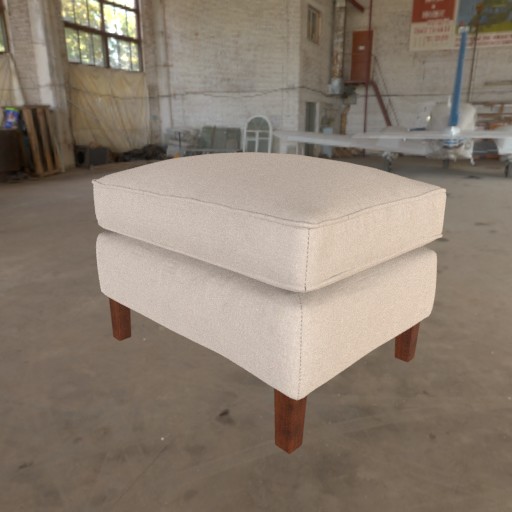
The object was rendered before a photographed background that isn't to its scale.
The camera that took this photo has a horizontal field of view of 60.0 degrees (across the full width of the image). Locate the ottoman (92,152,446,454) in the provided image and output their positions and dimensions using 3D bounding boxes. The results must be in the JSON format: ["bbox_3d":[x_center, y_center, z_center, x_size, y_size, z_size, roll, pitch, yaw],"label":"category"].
[{"bbox_3d":[0.000,0.000,1.007,0.665,0.456,0.501,16,23,43],"label":"ottoman"}]
